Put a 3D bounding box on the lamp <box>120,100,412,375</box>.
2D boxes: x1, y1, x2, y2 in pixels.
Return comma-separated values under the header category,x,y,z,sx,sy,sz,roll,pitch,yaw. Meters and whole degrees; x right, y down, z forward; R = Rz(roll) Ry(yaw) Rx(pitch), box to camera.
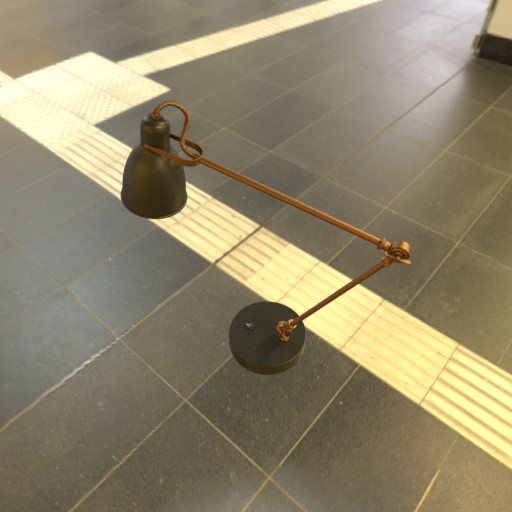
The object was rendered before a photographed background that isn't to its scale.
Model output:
category,x,y,z,sx,sy,sz,roll,pitch,yaw
lamp,0.000,0.000,0.890,0.561,0.587,0.187,16,49,15
